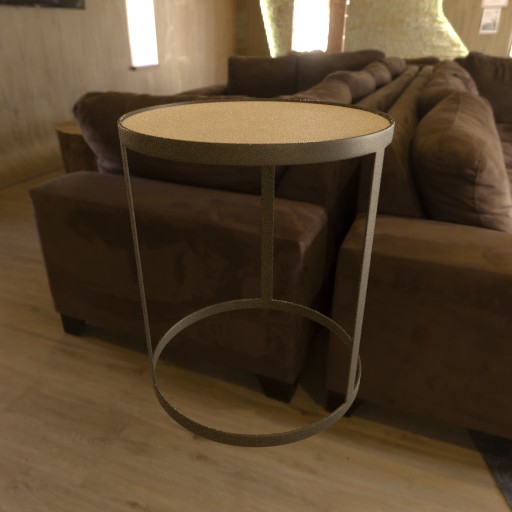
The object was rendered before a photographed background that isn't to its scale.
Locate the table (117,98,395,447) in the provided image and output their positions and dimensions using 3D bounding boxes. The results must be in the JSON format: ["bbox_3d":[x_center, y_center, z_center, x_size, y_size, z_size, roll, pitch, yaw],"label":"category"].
[{"bbox_3d":[0.000,0.000,0.922,0.480,0.565,0.480,0,26,0],"label":"table"}]
